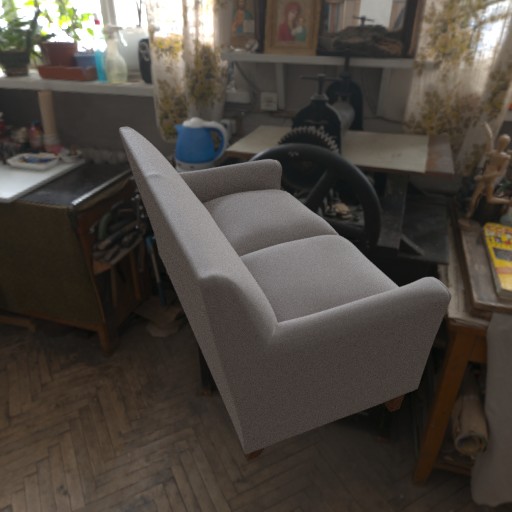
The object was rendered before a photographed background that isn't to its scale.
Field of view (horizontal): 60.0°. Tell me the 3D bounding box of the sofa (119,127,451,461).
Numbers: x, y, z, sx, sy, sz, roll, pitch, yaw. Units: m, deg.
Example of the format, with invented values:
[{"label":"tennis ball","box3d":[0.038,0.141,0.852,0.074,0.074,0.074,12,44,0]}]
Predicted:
[{"label":"sofa","box3d":[0.000,0.000,2.000,0.888,0.890,1.482,-12,33,-19]}]
